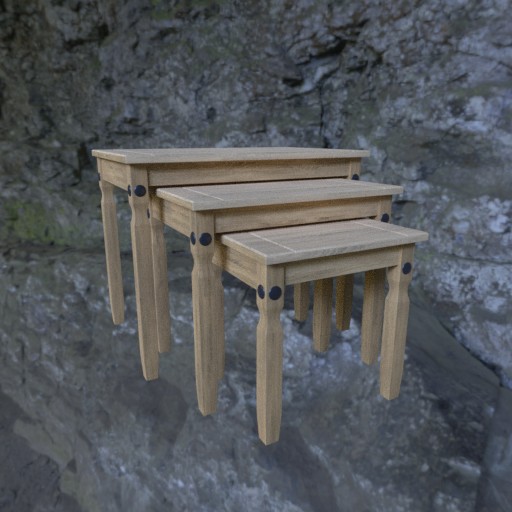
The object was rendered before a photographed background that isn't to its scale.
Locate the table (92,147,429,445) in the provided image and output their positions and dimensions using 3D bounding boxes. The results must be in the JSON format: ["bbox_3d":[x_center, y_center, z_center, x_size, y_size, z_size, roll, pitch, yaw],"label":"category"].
[{"bbox_3d":[0.000,0.000,1.170,0.660,0.535,0.773,-8,17,-27],"label":"table"}]
